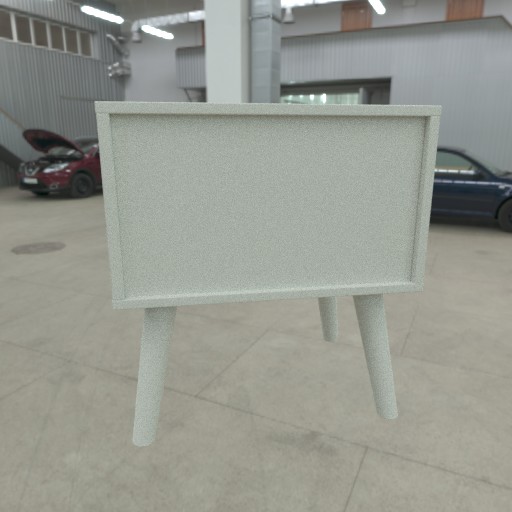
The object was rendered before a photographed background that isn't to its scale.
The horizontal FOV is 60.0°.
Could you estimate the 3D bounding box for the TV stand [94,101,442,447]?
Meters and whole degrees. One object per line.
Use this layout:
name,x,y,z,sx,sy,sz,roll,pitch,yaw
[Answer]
TV stand,0.000,0.000,0.900,0.508,0.559,0.405,-2,15,-9
